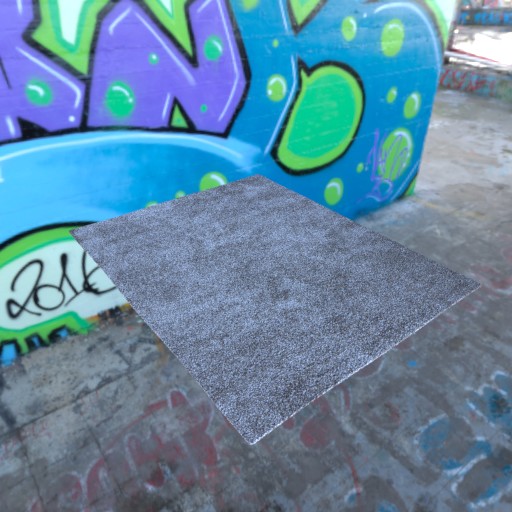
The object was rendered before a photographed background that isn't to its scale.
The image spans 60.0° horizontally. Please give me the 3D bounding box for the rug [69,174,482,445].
[{"bbox_3d":[0.000,0.000,4.037,2.401,0.025,3.000,-23,39,-31],"label":"rug"}]
